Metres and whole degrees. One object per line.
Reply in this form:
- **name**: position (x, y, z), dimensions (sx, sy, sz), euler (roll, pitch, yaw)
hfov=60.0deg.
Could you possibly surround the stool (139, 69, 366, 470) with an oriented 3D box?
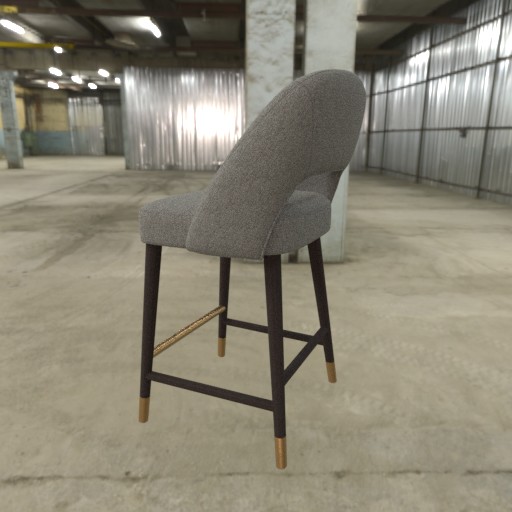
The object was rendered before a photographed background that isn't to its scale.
- **stool**: position (0.000, 0.000, 1.234), dimensions (0.524, 0.925, 0.536), euler (7, 16, 25)
